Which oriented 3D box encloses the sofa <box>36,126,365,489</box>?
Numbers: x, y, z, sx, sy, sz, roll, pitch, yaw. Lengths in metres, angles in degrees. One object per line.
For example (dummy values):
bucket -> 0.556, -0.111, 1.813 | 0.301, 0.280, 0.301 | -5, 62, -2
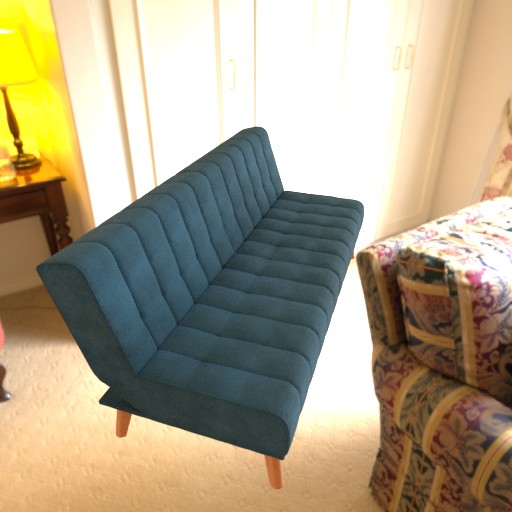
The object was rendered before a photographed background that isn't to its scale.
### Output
sofa -> 0.000, 0.000, 2.198 | 0.855, 0.813, 1.804 | 10, 31, 17
